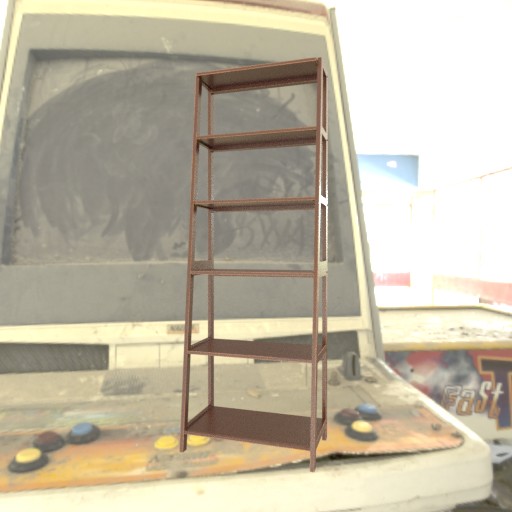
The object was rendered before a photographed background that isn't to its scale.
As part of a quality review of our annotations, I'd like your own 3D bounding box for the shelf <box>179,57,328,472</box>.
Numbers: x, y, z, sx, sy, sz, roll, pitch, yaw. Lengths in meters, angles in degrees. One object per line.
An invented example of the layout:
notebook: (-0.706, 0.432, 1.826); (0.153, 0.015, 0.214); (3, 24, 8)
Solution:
shelf: (0.000, 0.000, 2.213); (0.660, 1.892, 0.381); (0, 1, 17)
